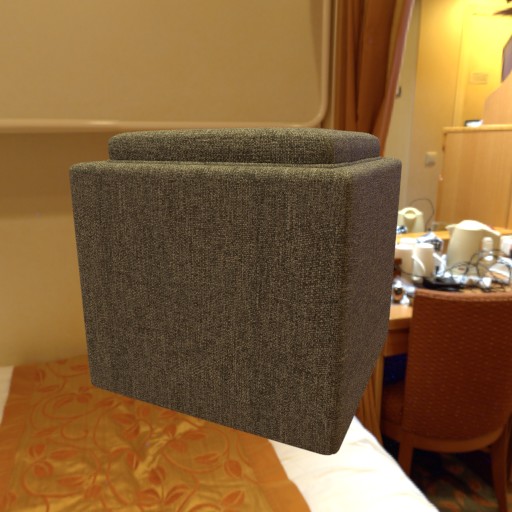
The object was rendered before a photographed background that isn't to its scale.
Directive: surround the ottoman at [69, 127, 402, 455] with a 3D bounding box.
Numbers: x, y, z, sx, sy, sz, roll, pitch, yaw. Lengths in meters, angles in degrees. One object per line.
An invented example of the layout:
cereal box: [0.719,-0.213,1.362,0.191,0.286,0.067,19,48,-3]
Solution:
ottoman: [0.000,0.000,0.833,0.450,0.460,0.450,7,16,24]
